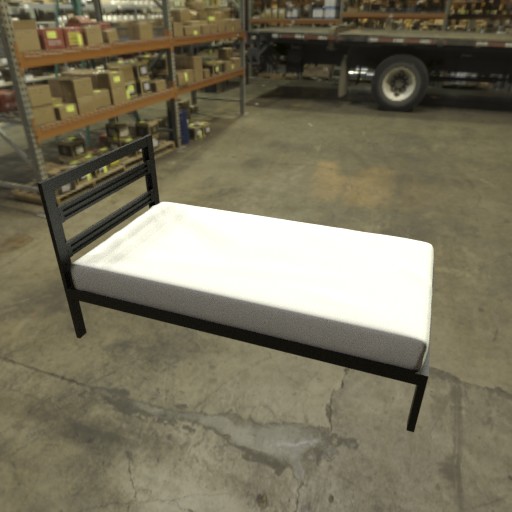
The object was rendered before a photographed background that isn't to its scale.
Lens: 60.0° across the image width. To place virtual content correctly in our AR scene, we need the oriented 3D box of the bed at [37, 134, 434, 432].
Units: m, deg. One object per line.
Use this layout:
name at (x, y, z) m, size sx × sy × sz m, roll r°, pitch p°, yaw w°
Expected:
bed at (0.000, 0.000, 2.510) m, size 1.930 × 0.967 × 0.991 m, roll 10°, pitch 31°, yaw 18°
